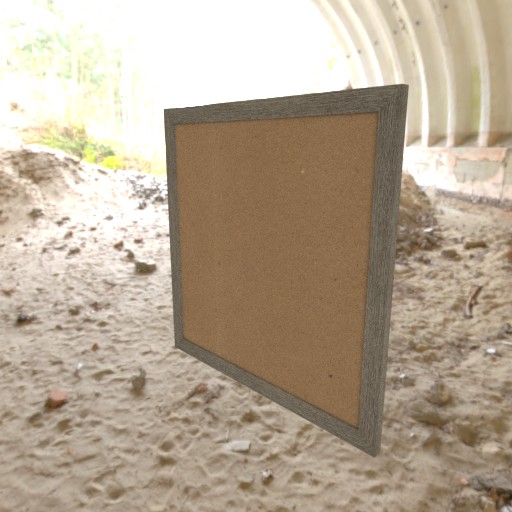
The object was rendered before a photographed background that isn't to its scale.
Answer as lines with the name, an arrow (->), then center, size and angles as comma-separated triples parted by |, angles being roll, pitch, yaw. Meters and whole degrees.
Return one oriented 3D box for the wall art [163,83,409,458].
wall art -> 0.000, 0.000, 1.025 | 0.020, 0.685, 0.685 | -13, 19, -43
